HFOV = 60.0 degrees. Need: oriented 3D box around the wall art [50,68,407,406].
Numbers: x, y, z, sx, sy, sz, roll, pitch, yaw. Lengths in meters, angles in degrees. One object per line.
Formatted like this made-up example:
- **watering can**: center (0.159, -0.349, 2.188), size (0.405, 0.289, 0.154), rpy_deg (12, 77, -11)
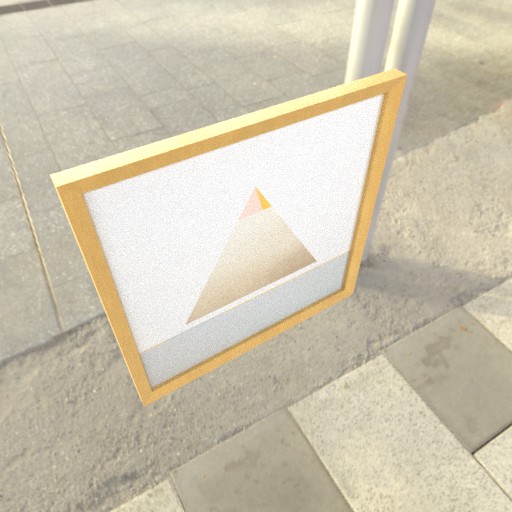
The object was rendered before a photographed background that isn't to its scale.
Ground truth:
- **wall art**: center (0.000, 0.000, 2.843), size (1.935, 1.936, 0.097), rpy_deg (-24, 51, -22)
